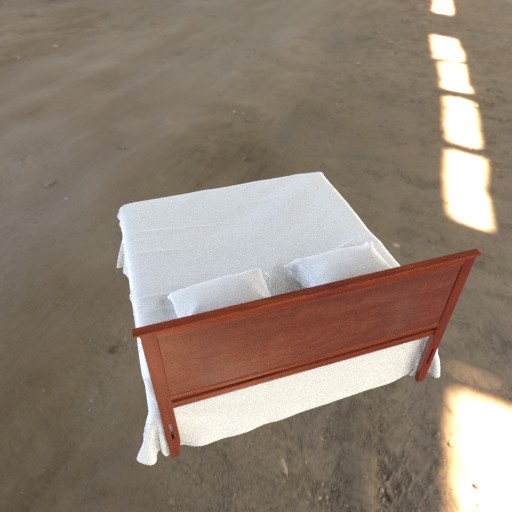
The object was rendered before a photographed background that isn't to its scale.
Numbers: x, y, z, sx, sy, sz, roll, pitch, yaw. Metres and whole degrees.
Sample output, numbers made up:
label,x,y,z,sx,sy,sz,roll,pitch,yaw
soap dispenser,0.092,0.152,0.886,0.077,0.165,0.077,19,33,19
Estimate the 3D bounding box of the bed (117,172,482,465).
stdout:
label,x,y,z,sx,sy,sz,roll,pitch,yaw
bed,0.000,0.000,3.542,2.314,1.271,2.219,-12,42,-14
